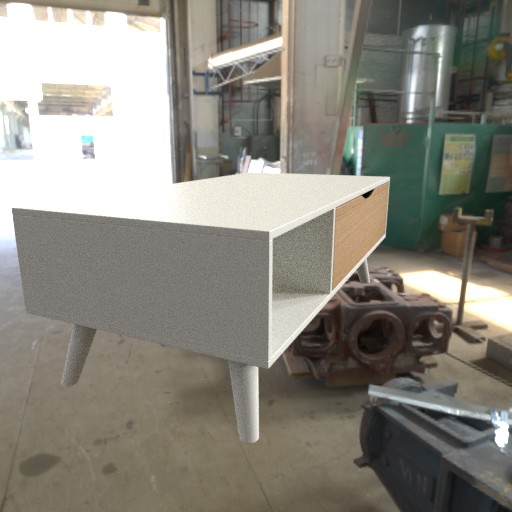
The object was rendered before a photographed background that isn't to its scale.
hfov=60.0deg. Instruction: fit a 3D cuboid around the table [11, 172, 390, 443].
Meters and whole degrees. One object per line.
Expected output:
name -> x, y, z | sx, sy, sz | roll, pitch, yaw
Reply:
table -> 0.000, 0.000, 1.410 | 0.609, 0.432, 1.194 | 7, 16, 24
